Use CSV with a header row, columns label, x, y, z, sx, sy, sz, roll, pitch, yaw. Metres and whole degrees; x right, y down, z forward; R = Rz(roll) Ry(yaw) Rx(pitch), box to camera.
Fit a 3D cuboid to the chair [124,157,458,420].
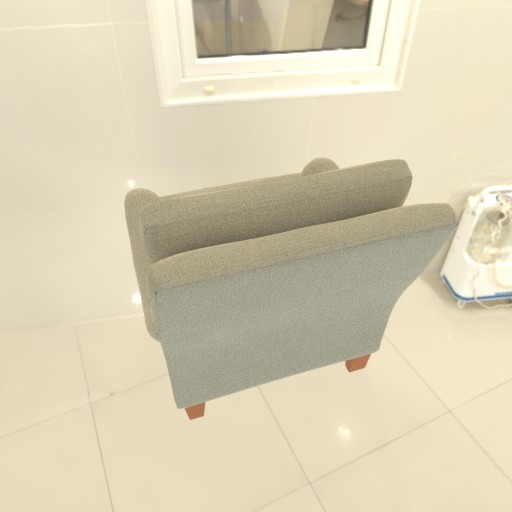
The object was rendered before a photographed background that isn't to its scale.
label,x,y,z,sx,sy,sz,roll,pitch,yaw
chair,0.000,0.000,1.821,0.955,1.038,1.070,-12,43,-14
